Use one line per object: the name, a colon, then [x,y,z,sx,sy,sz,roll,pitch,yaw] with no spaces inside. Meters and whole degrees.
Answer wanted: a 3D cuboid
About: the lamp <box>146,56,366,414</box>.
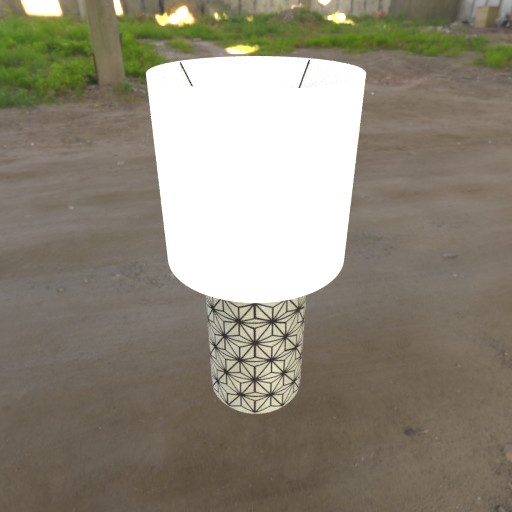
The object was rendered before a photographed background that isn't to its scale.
lamp: [0.000,0.000,0.531,0.206,0.416,0.206,21,37,31]
